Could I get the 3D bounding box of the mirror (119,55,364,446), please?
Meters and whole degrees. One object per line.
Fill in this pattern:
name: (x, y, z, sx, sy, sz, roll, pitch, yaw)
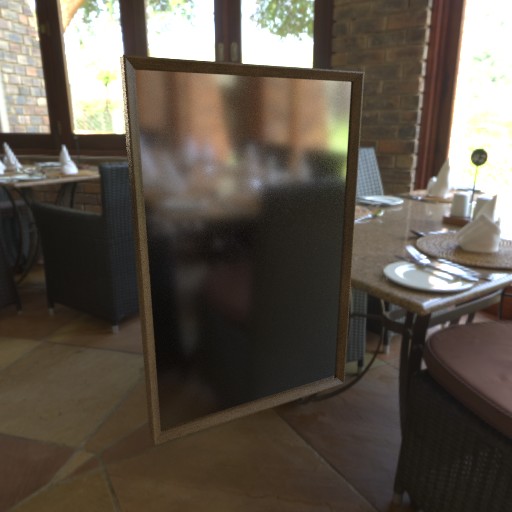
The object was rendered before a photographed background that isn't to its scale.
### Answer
mirror: (0.000, 0.000, 1.150, 0.609, 0.915, 0.041, -8, 18, -27)
